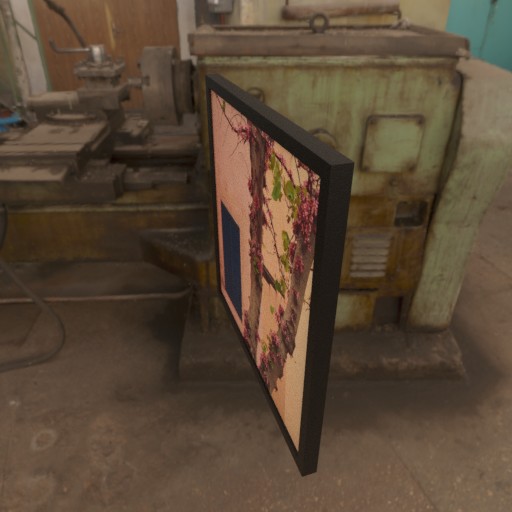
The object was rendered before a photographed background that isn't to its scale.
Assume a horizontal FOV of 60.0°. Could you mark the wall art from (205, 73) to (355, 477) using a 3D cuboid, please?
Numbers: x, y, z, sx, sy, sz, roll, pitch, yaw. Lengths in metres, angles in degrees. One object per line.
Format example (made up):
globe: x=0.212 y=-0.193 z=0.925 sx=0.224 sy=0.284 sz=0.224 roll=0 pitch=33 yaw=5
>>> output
wall art: x=0.000 y=0.000 z=1.145 sx=0.038 sy=0.762 sz=0.762 roll=-10 pitch=33 yaw=-16
